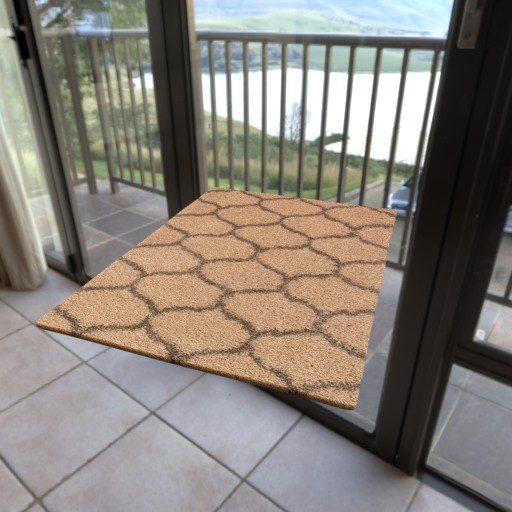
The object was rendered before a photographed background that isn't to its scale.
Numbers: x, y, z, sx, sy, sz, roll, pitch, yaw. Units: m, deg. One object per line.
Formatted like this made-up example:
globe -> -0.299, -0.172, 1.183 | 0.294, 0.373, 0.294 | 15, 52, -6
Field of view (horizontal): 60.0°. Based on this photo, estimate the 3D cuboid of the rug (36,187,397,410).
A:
rug -> 0.000, 0.000, 2.145 | 1.200, 0.025, 1.600 | 10, 30, 17
